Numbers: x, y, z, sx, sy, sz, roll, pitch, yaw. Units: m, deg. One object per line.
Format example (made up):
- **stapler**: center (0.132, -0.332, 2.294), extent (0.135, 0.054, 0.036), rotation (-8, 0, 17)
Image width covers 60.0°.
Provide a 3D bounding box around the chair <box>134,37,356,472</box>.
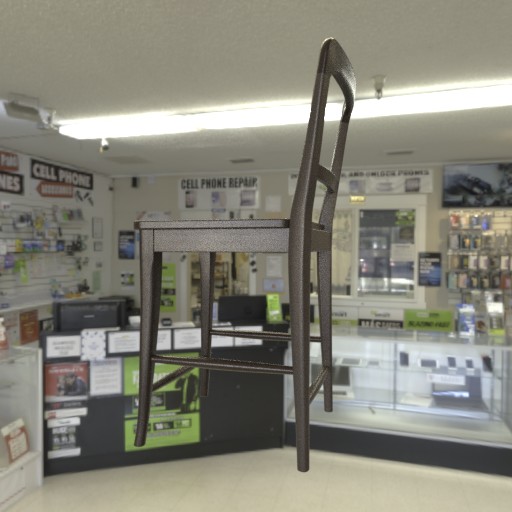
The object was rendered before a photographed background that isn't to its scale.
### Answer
- **chair**: center (0.000, 0.000, 1.264), extent (0.546, 0.991, 0.450), rotation (0, 1, 18)
